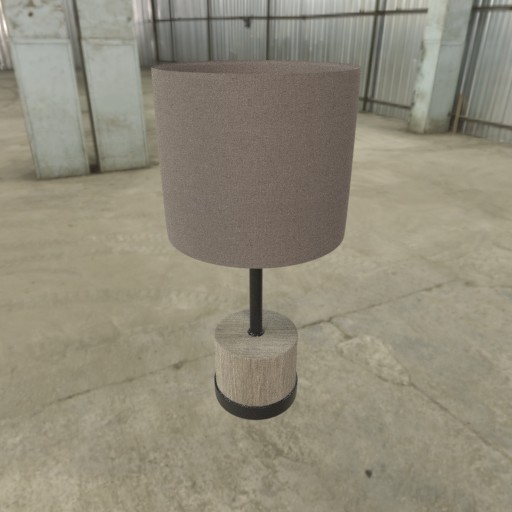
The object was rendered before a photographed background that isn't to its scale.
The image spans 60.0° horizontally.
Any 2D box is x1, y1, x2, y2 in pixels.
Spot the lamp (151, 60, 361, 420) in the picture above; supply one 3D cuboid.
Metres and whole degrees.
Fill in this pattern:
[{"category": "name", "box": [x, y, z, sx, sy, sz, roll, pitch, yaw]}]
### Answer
[{"category": "lamp", "box": [0.000, 0.000, 0.594, 0.229, 0.470, 0.229, 0, 27, 0]}]
